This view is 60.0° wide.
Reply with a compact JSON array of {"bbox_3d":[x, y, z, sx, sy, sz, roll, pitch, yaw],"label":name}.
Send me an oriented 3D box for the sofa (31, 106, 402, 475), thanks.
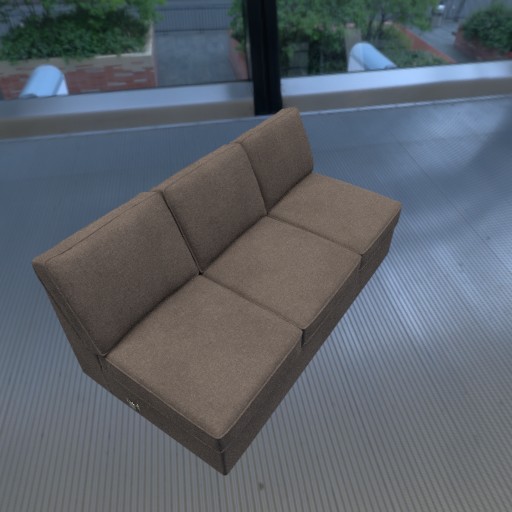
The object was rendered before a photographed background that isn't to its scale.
[{"bbox_3d":[0.000,0.000,2.504,1.027,0.973,1.962,25,47,25],"label":"sofa"}]
